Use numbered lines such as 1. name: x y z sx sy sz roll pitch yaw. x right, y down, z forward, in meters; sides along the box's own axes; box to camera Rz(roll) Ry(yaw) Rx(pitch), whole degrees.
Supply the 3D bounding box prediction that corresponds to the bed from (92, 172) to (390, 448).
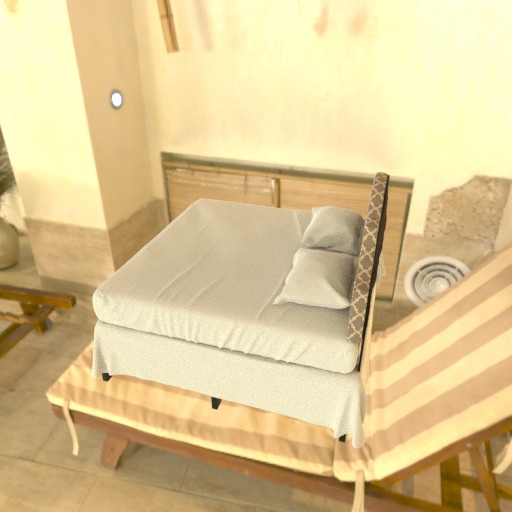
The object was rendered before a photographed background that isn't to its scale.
1. bed: 0.000 0.000 3.819 2.222 1.601 2.314 9 30 15
